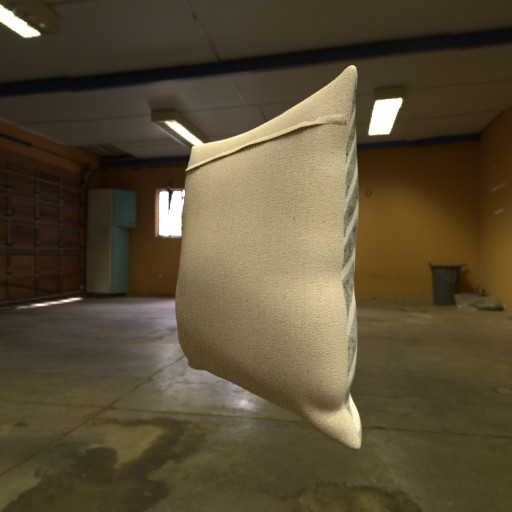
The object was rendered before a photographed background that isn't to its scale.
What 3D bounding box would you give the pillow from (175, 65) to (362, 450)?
[{"bbox_3d":[0.000,0.000,0.683,0.182,0.441,0.440,0,0,-34],"label":"pillow"}]
